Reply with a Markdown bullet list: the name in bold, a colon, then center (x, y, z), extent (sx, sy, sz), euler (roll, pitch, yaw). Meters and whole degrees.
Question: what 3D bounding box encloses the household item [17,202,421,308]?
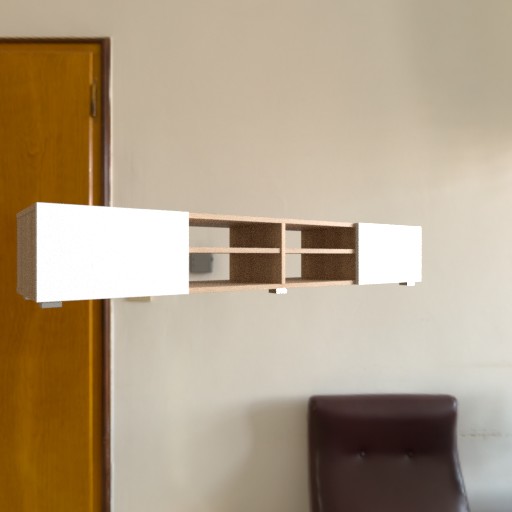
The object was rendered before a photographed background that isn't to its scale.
- **household item**: center (0.000, 0.000, 1.986), extent (1.850, 0.310, 0.420), euler (0, 0, -35)
